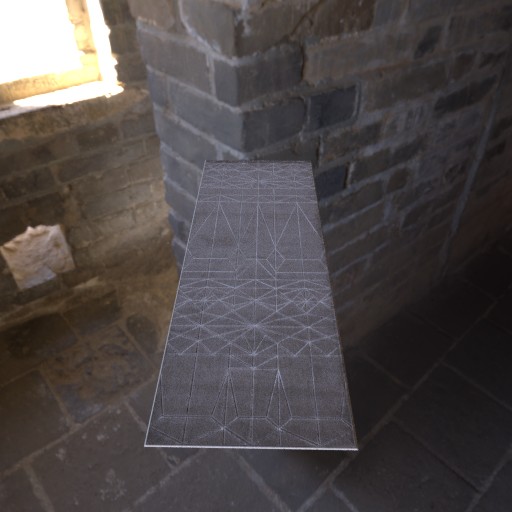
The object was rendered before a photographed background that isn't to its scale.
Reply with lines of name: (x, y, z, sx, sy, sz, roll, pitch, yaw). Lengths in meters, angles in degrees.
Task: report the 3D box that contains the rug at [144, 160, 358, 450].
rug: (0.000, 0.000, 2.696, 0.864, 0.012, 2.388, 1, 40, 1)
